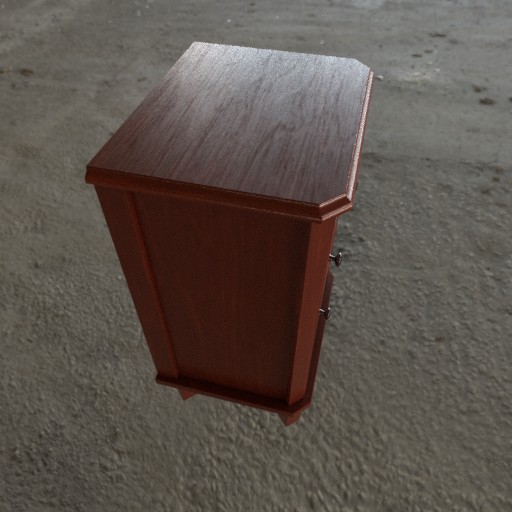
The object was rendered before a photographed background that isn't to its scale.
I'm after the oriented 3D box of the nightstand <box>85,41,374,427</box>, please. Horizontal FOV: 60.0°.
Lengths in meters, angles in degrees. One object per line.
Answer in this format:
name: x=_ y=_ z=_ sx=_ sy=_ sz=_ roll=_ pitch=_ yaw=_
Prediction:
nightstand: x=0.000 y=0.000 z=0.931 sx=0.351 sy=0.681 sz=0.435 roll=11 pitch=48 yaw=10
